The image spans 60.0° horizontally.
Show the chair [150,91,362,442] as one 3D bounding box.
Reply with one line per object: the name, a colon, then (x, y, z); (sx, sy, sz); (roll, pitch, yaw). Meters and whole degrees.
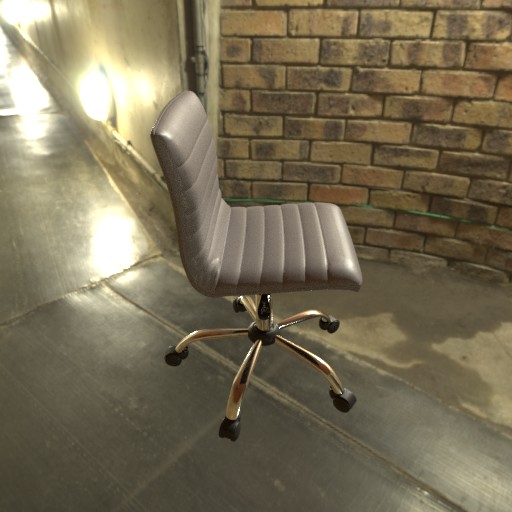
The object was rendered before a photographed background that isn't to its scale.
chair: (0.000, 0.000, 1.135); (0.542, 0.750, 0.569); (1, 31, 1)
